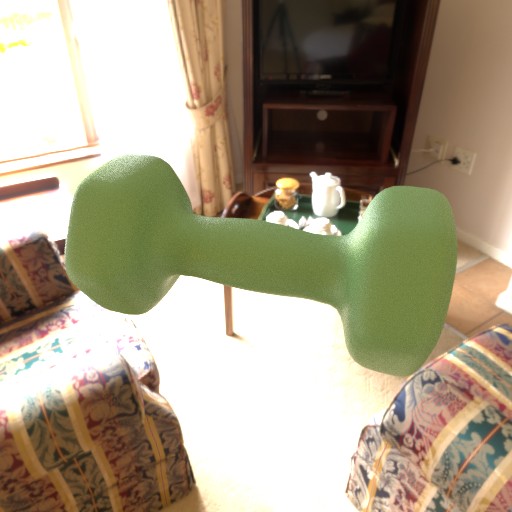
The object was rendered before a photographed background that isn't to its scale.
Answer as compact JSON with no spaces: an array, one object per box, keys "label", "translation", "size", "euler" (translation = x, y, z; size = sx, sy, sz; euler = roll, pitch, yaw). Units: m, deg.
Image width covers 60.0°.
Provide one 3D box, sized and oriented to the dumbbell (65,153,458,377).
[{"label":"dumbbell","translation":[0.000,0.000,0.316],"size":[0.257,0.114,0.126],"euler":[10,34,15]}]
